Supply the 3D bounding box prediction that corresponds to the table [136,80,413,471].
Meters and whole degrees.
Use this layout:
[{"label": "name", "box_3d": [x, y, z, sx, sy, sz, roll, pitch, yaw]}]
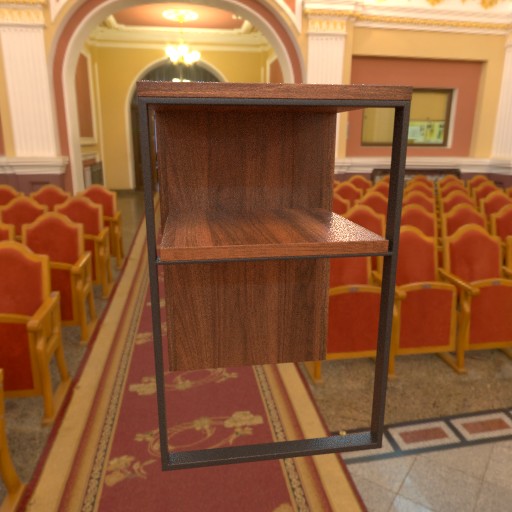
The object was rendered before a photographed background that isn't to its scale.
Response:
[{"label": "table", "box_3d": [0.000, 0.000, 1.546, 0.660, 1.041, 0.786, -2, 15, -8]}]
